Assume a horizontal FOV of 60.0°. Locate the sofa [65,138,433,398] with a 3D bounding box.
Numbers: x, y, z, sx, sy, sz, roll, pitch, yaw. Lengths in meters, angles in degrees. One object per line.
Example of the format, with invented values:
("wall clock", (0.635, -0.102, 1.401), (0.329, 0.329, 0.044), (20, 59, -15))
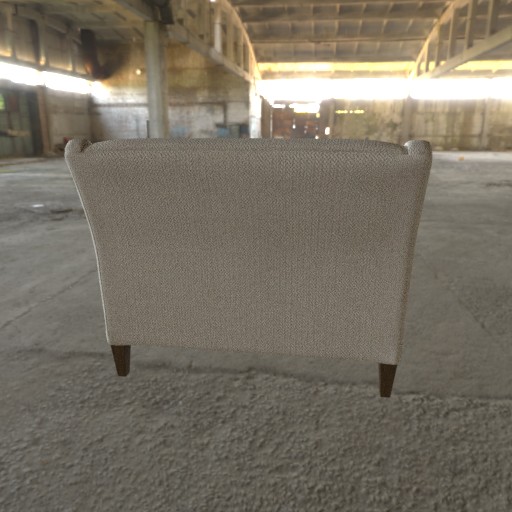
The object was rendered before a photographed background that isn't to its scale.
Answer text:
("sofa", (0.000, 0.000, 1.967), (1.242, 1.022, 0.870), (2, 16, 8))
